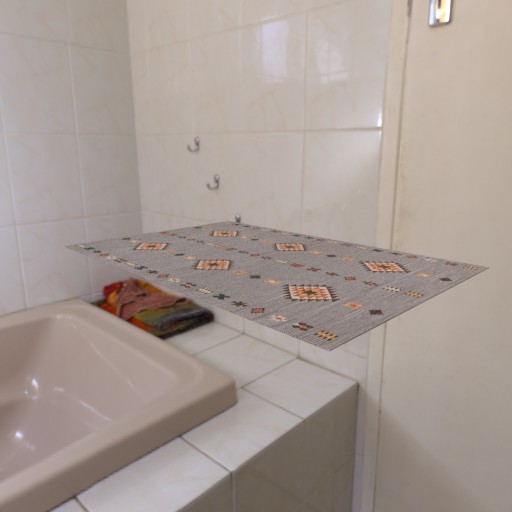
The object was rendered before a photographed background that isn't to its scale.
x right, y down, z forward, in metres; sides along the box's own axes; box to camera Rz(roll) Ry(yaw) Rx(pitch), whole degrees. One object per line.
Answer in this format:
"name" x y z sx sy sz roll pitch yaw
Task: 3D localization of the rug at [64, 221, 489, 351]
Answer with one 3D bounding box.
"rug" 0.000 0.000 2.253 1.217 0.005 1.818 -13 19 -43
